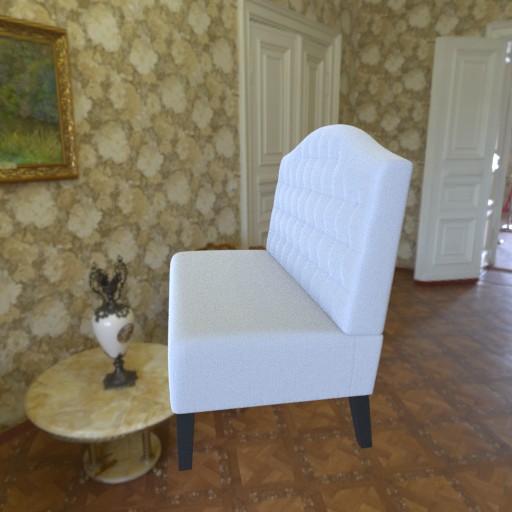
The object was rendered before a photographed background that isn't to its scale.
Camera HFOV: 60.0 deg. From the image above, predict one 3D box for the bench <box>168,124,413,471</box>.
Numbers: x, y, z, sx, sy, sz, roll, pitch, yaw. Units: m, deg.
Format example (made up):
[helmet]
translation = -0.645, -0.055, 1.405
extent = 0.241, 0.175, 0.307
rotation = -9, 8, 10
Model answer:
[bench]
translation = 0.000, 0.000, 2.067
extent = 0.815, 1.180, 1.335
rotation = -2, 14, -10
